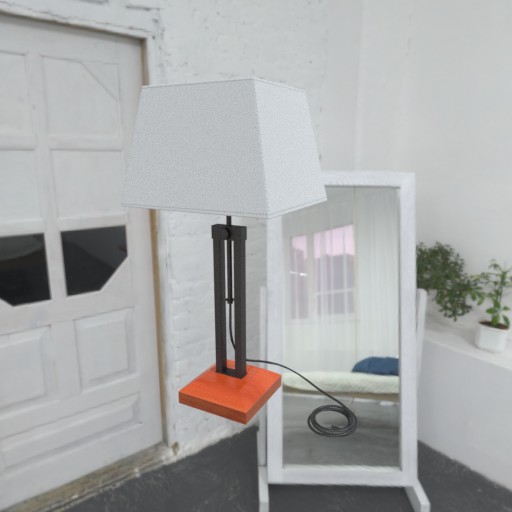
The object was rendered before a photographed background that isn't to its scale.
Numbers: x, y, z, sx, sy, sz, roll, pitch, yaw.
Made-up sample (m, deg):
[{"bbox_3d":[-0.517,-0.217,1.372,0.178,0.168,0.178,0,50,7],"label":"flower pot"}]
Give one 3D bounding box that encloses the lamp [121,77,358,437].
[{"bbox_3d":[0.000,0.000,0.999,0.498,0.737,0.310,8,16,28],"label":"lamp"}]
